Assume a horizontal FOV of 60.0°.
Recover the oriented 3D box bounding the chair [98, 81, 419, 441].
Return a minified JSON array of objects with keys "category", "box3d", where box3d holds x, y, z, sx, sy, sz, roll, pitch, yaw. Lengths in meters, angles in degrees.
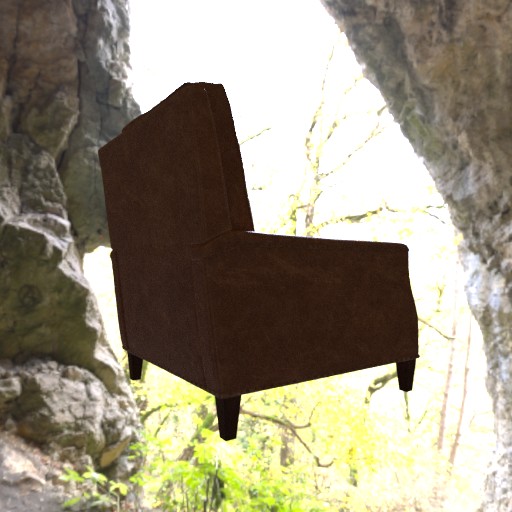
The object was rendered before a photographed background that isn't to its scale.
[{"category":"chair","box3d":[0.000,0.000,1.798,1.035,1.054,0.854,0,-1,-35]}]
